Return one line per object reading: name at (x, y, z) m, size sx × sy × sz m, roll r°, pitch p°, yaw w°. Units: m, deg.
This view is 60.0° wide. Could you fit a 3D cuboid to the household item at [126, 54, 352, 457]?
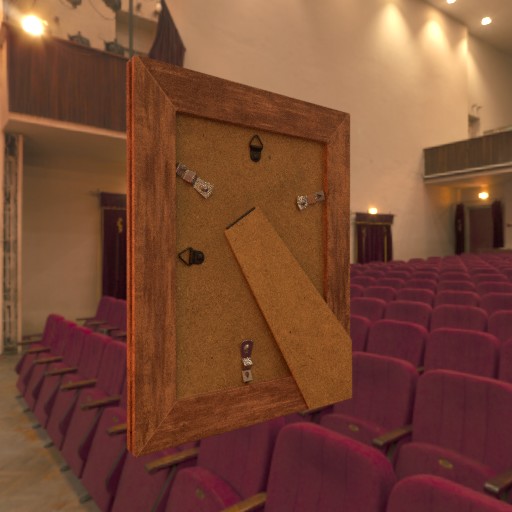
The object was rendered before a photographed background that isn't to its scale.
household item at (0.000, 0.000, 0.320) m, size 0.186 × 0.237 × 0.018 m, roll 0°, pitch 0°, yaw -36°
